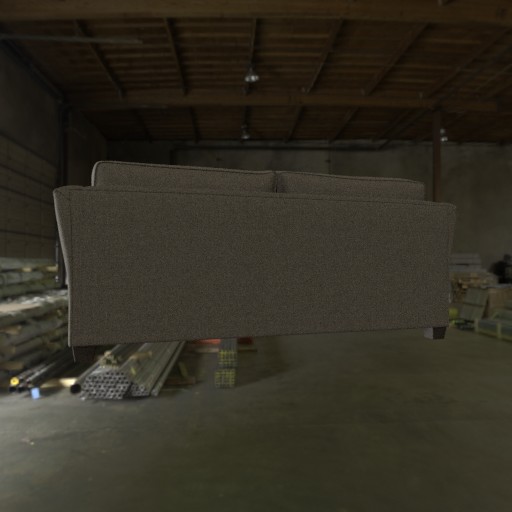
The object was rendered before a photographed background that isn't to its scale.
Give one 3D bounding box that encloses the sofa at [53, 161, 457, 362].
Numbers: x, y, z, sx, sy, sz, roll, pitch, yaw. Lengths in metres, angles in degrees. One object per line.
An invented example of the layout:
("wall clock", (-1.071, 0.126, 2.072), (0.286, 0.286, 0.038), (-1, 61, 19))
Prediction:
("sofa", (0.000, 0.000, 2.766), (2.203, 0.976, 1.013), (0, -1, -17))
